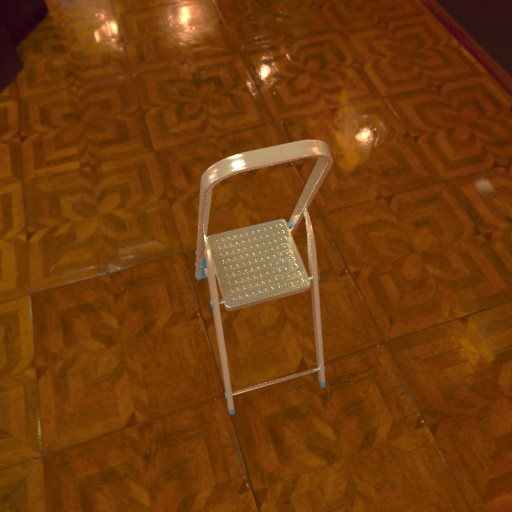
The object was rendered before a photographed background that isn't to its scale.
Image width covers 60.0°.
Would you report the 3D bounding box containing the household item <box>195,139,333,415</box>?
[{"bbox_3d":[0.000,0.000,1.490,0.420,1.215,0.687,-14,59,-8],"label":"household item"}]
